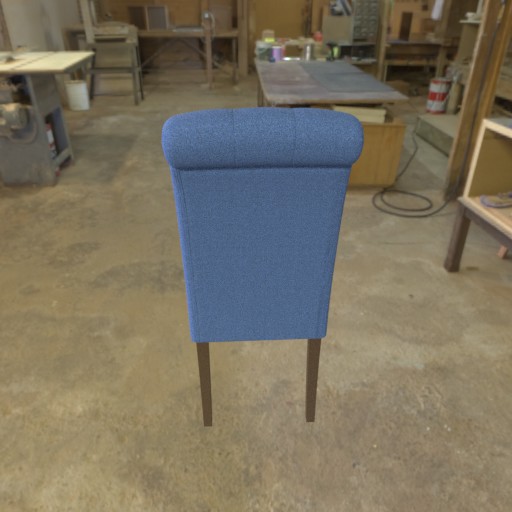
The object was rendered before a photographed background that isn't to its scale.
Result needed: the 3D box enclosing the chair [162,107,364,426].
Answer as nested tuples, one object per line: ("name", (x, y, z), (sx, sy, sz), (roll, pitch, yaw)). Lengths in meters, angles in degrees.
("chair", (0.000, 0.000, 1.387), (0.456, 1.006, 0.671), (-1, 30, -3))
